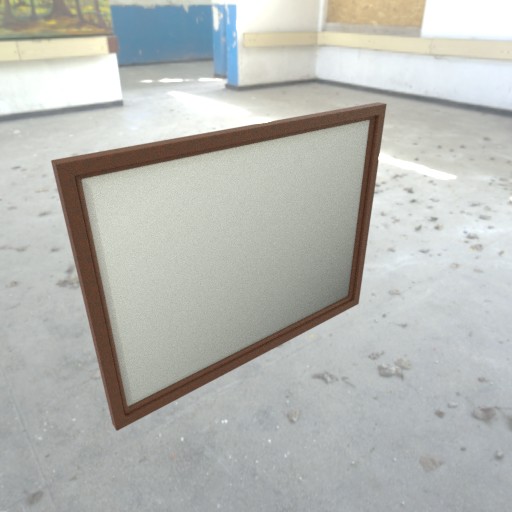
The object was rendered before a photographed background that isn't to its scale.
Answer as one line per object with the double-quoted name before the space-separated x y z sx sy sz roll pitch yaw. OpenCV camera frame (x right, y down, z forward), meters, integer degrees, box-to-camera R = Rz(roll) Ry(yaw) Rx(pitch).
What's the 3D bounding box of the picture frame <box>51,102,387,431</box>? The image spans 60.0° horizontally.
"picture frame" 0.000 0.000 1.756 1.329 1.018 0.045 -20 35 -32
